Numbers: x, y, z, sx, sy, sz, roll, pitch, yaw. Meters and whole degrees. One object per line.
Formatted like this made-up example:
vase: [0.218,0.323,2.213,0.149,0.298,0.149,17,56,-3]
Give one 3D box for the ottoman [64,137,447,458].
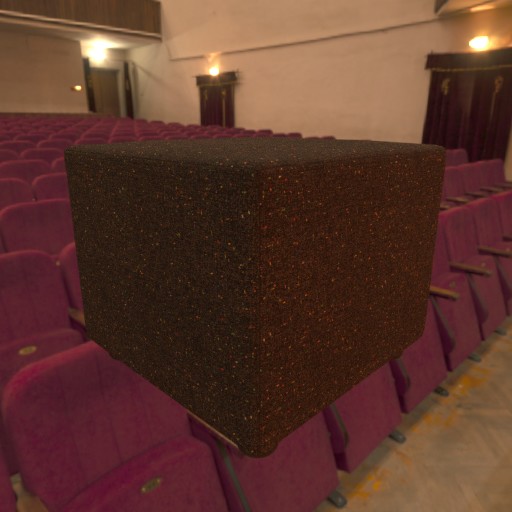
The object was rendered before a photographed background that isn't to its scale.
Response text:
ottoman: [0.000,0.000,0.852,0.508,0.432,0.508,16,23,42]
